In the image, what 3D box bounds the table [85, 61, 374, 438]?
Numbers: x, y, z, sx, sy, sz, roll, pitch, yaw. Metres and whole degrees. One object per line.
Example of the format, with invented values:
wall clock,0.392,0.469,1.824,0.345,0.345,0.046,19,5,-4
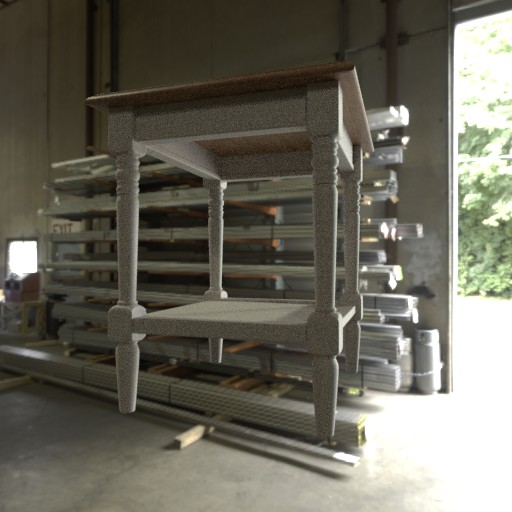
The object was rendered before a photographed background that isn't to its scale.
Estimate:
table,0.000,0.000,0.936,0.457,0.561,0.508,0,-1,18
